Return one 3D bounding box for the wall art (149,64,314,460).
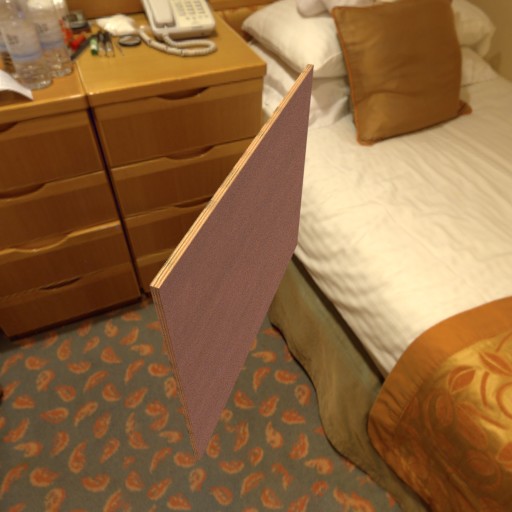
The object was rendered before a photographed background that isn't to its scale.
[{"bbox_3d":[0.000,0.000,0.702,0.010,0.408,0.508,15,48,14],"label":"wall art"}]
